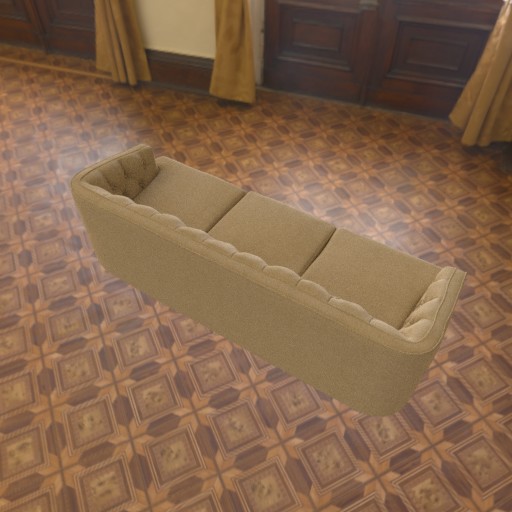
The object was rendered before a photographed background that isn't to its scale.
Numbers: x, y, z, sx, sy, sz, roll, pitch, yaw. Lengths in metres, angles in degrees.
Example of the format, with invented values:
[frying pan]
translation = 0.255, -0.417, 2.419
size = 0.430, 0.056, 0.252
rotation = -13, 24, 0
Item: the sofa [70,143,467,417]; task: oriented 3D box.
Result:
[sofa]
translation = 0.000, 0.000, 2.705
size = 2.235, 0.788, 0.913
rotation = 25, 52, 21
